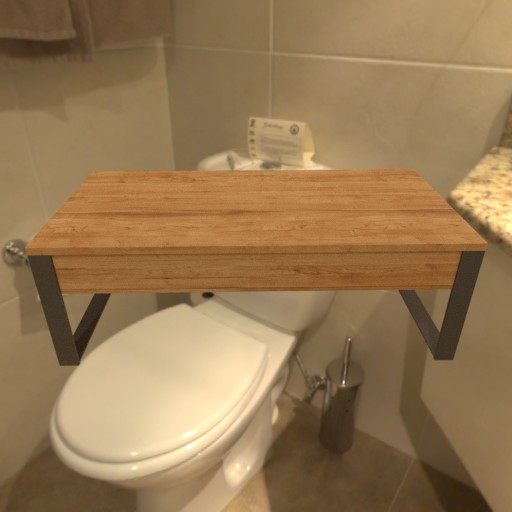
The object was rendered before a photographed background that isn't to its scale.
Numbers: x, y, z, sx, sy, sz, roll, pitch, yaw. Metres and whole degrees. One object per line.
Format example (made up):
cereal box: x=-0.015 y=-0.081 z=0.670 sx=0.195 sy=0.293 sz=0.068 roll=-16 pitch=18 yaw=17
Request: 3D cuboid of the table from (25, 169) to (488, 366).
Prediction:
table: x=0.000 y=0.000 z=1.483 sx=1.180 sy=0.400 sz=0.590 roll=-1 pitch=30 yaw=-1
